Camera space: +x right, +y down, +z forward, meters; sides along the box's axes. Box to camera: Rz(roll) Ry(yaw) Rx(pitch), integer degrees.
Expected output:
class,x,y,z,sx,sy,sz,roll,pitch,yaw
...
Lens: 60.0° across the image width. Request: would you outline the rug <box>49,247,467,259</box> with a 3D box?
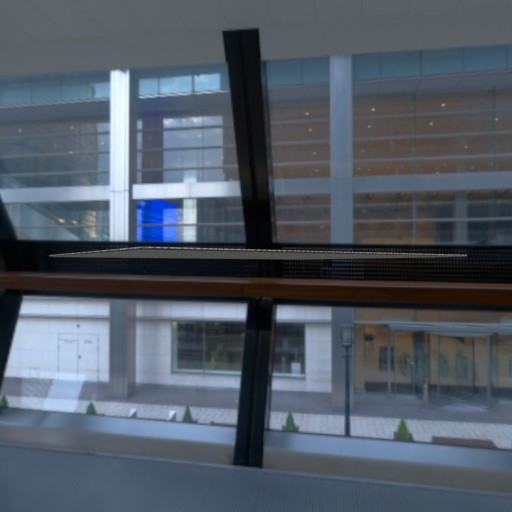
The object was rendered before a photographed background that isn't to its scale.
class,x,y,z,sx,sy,sz,roll,pitch,yaw
rug,0.000,0.000,4.229,3.207,0.014,2.439,1,-2,-36
